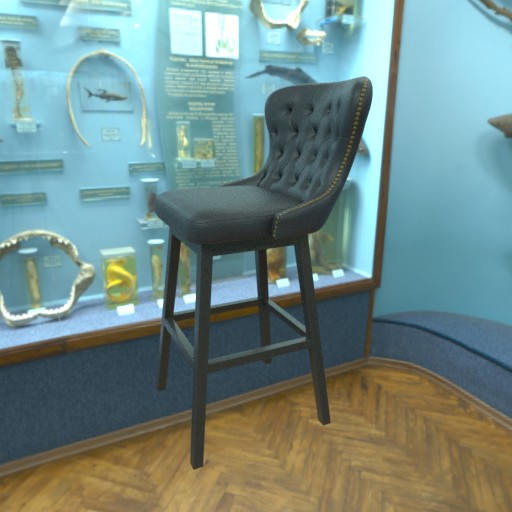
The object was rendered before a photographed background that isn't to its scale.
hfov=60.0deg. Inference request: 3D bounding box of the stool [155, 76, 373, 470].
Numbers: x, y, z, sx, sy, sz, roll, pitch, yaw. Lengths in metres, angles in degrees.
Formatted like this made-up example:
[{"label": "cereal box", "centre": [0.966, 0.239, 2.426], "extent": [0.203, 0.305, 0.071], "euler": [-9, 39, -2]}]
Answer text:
[{"label": "stool", "centre": [0.000, 0.000, 1.398], "extent": [0.601, 1.050, 0.528], "euler": [-8, 19, -24]}]
